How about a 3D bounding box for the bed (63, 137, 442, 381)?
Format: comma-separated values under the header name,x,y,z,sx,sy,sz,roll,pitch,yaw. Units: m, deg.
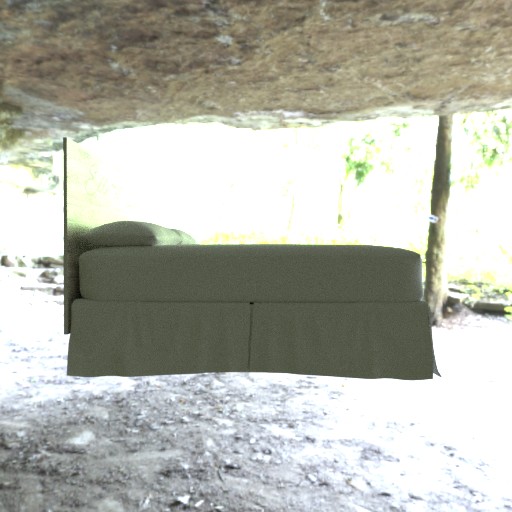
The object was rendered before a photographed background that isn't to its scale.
name,x,y,z,sx,sy,sz,roll,pitch,yaw
bed,0.000,0.000,3.277,2.094,1.335,1.745,0,1,2
